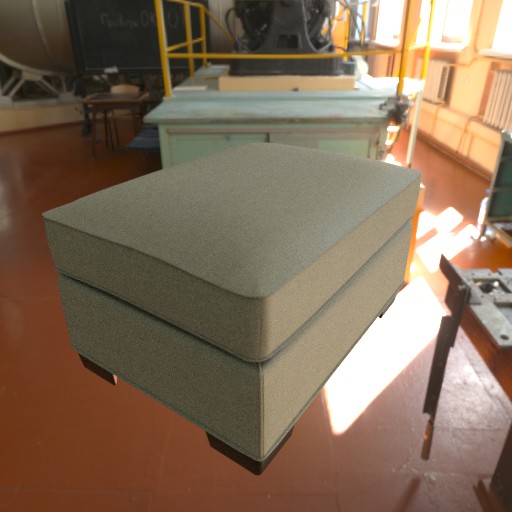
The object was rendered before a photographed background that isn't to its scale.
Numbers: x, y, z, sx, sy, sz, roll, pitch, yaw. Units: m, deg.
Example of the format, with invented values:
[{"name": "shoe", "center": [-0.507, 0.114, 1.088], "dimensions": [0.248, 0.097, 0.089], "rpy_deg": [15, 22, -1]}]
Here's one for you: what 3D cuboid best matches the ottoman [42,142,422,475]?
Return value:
[{"name": "ottoman", "center": [0.000, 0.000, 1.225], "dimensions": [0.619, 0.504, 0.843], "rpy_deg": [18, 32, 31]}]
